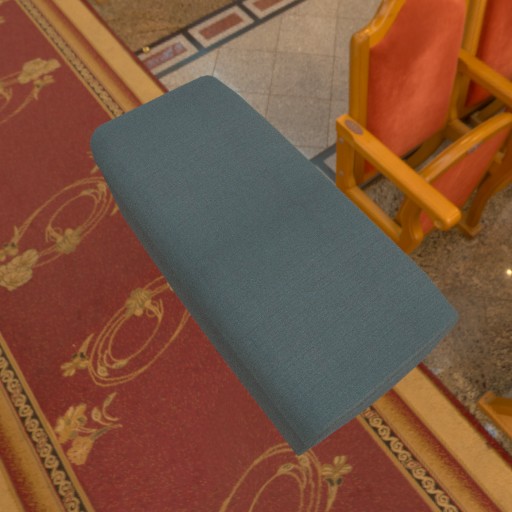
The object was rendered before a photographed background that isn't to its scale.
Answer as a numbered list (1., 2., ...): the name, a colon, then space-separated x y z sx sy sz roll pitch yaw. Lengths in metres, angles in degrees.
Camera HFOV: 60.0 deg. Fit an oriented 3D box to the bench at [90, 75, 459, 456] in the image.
1. bench: 0.000 0.000 1.277 0.476 0.474 0.995 -34 67 -16
